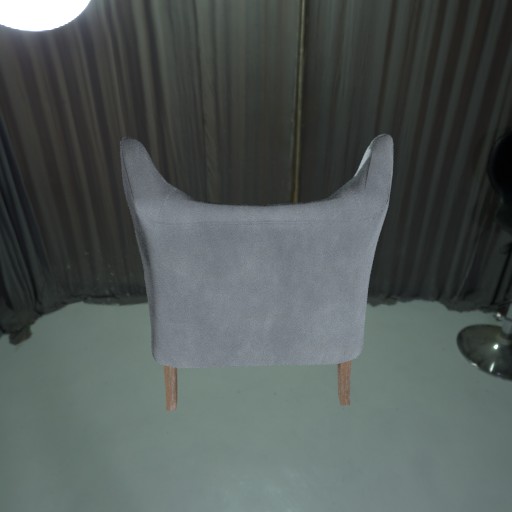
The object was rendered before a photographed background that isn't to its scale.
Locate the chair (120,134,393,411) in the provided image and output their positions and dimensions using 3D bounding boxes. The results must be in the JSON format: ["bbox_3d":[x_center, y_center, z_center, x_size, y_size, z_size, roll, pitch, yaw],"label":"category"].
[{"bbox_3d":[0.000,0.000,1.620,0.784,0.950,0.906,-1,30,-2],"label":"chair"}]
